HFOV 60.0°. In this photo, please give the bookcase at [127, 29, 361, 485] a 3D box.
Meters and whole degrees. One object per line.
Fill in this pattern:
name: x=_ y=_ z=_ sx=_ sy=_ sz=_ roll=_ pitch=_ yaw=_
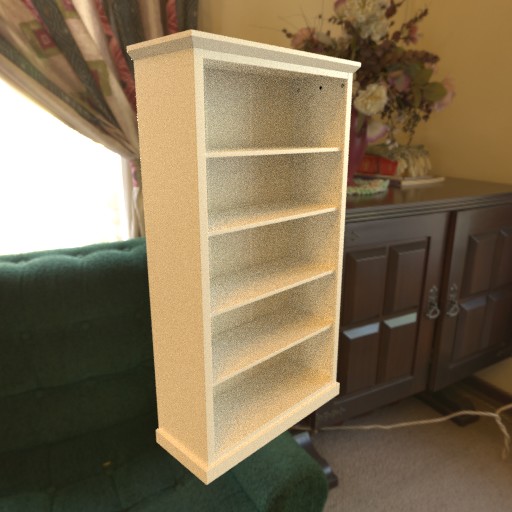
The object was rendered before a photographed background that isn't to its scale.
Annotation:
bookcase: x=0.000 y=0.000 z=2.252 sx=1.050 sy=1.880 sz=0.432 roll=-15 pitch=22 yaw=-43
